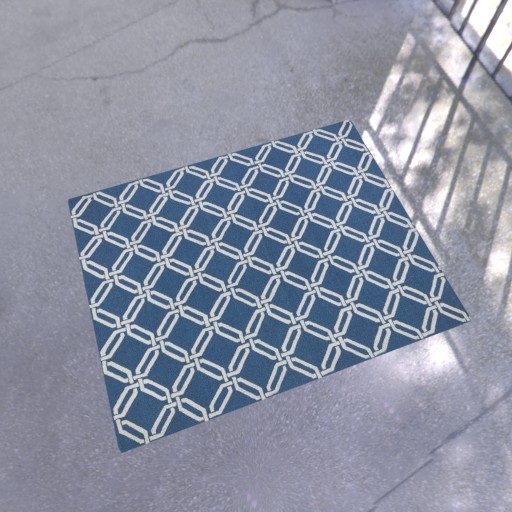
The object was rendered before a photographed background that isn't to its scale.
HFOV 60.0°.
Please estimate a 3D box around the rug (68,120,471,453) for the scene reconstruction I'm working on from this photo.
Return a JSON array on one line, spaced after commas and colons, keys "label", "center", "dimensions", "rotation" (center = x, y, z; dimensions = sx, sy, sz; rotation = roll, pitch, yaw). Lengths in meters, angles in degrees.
[{"label": "rug", "center": [0.000, 0.000, 3.812], "dimensions": [2.867, 0.020, 2.277], "rotation": [-18, 65, -9]}]
